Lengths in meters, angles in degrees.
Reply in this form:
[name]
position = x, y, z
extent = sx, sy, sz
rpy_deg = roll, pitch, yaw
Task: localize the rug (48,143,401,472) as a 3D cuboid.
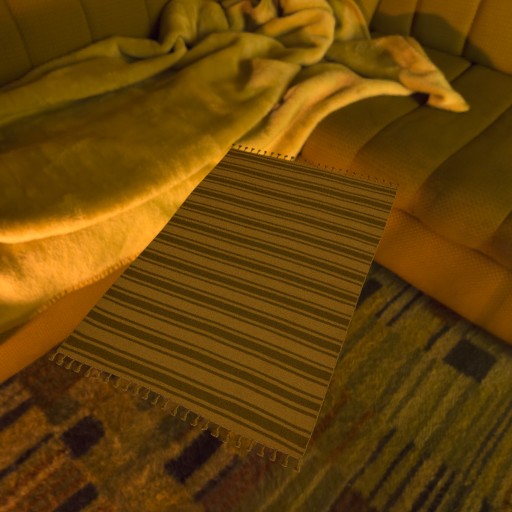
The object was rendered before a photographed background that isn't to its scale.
[rug]
position = 0.000, 0.000, 2.351
extent = 1.162, 0.013, 1.875
rpy_deg = 18, 49, 16
